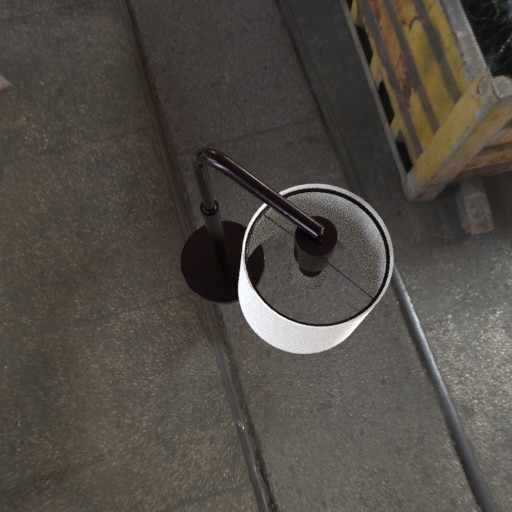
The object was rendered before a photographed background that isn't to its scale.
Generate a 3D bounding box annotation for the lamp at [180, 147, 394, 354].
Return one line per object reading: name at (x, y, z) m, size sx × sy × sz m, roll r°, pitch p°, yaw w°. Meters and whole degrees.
lamp at (0.000, 0.000, 0.629) m, size 0.333 × 0.489 × 0.171 m, roll 39°, pitch 78°, yaw 10°
